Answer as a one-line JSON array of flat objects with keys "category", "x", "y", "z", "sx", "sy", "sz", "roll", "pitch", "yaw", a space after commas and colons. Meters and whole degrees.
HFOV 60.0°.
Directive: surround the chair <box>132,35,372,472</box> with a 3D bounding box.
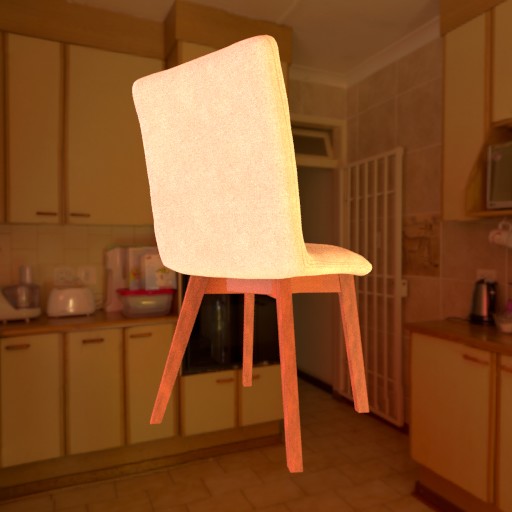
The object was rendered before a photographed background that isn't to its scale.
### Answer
[{"category": "chair", "x": 0.000, "y": 0.000, "z": 1.294, "sx": 0.522, "sy": 0.974, "sz": 0.563, "roll": 1, "pitch": 1, "yaw": 36}]
